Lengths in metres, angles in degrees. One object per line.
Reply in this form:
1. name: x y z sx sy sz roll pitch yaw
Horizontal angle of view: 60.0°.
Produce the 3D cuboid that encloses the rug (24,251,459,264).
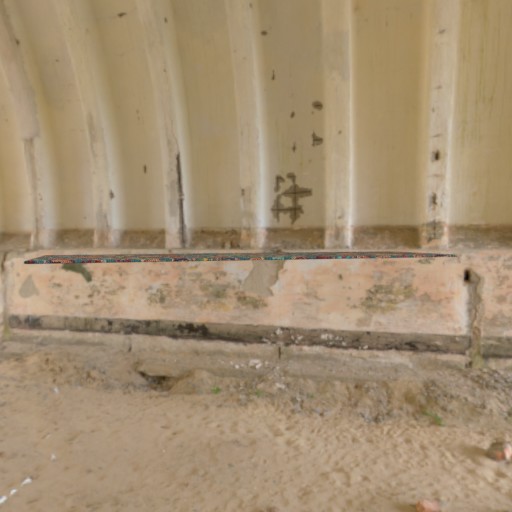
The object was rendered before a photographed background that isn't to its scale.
1. rug: 0.000 0.000 2.538 2.286 0.013 0.686 -1 2 -19
